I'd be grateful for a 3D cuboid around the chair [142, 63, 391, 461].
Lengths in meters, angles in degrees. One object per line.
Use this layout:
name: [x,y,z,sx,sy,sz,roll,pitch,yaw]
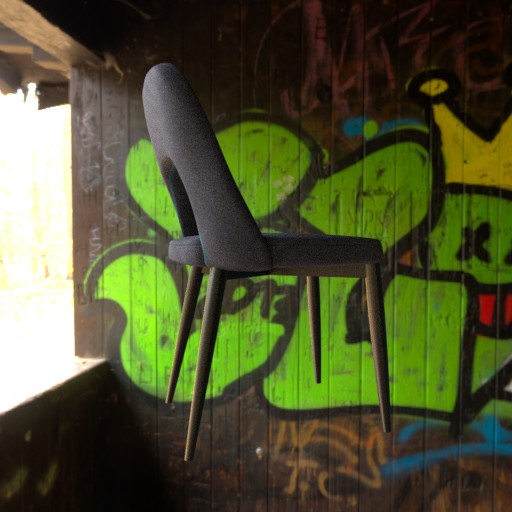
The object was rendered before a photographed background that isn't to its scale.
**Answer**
chair: [0.000,0.000,1.255,0.612,0.931,0.470,-1,2,-18]
